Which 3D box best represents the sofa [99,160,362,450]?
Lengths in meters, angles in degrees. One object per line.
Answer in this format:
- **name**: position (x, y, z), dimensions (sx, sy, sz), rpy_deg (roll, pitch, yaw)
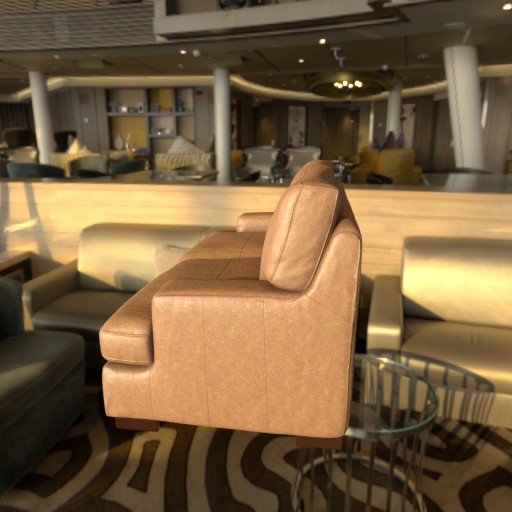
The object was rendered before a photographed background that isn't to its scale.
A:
- **sofa**: position (0.000, 0.000, 2.419), dimensions (0.962, 0.980, 1.855), rpy_deg (2, 15, 8)
